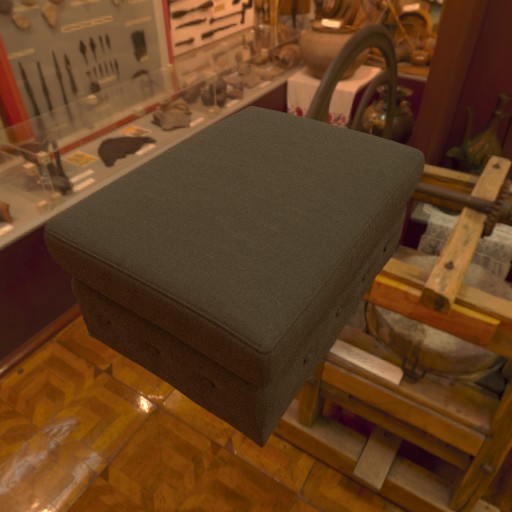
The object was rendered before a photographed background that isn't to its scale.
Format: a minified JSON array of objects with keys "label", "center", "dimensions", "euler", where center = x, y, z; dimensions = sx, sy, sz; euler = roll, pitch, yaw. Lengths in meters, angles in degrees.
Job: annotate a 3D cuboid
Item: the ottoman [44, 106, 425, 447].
[{"label":"ottoman","center":[0.000,0.000,1.139],"dimensions":[0.569,0.500,0.771],"euler":[24,46,25]}]
